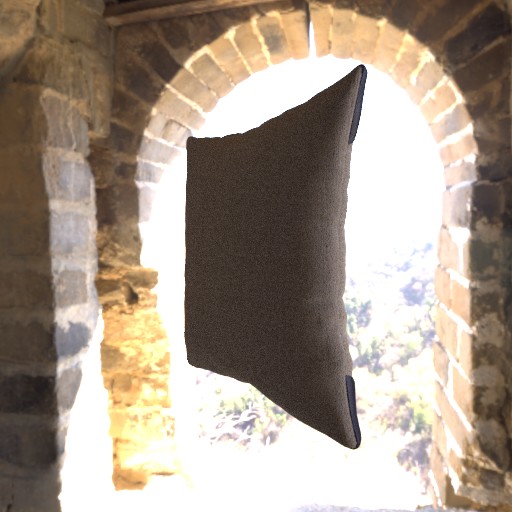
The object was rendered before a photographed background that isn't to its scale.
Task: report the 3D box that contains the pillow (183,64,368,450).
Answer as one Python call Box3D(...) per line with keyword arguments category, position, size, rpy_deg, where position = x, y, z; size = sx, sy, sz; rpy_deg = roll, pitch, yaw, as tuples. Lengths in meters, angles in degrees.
Box3D(category="pillow", position=(0.000, 0.000, 0.681), size=(0.147, 0.441, 0.440), rpy_deg=(-2, 3, -36))
